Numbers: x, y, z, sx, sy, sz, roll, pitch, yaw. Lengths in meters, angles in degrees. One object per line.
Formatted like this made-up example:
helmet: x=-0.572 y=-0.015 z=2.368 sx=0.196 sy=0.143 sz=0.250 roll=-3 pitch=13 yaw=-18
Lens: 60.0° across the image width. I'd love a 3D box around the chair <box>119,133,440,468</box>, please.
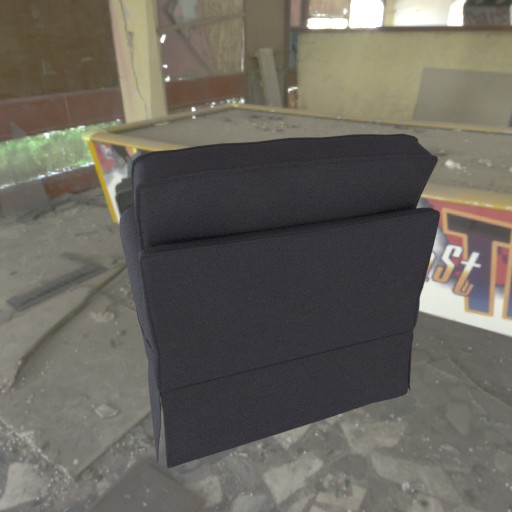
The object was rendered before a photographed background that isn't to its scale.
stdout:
chair: x=0.000 y=0.000 z=1.953 sx=1.119 sy=1.140 sz=1.002 roll=-9 pitch=28 yaw=-18
